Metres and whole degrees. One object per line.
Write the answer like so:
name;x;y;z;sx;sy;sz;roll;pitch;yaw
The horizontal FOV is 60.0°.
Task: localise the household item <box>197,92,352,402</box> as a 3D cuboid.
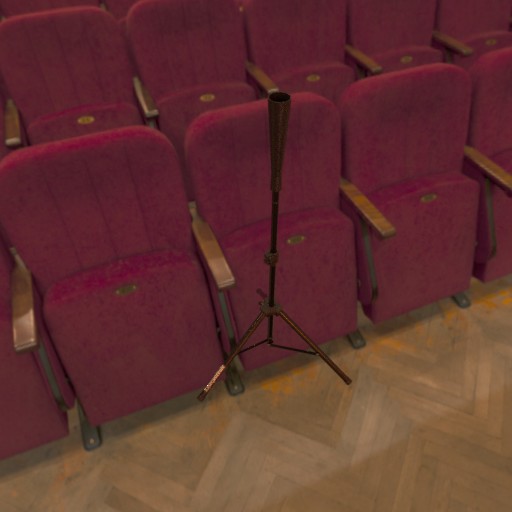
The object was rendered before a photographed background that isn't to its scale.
household item;0.000;0.000;1.394;0.559;1.067;0.559;-16;48;-15
